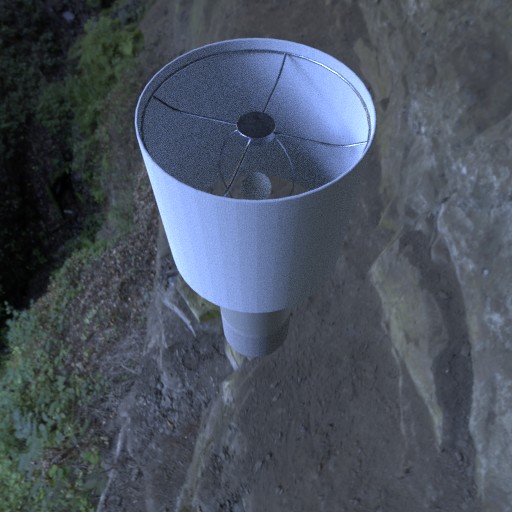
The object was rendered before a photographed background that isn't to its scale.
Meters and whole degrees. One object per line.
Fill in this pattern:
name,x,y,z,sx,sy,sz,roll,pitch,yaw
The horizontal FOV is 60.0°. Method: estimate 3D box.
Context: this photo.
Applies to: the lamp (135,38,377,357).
lamp,0.000,0.000,0.600,0.212,0.493,0.212,15,59,9
